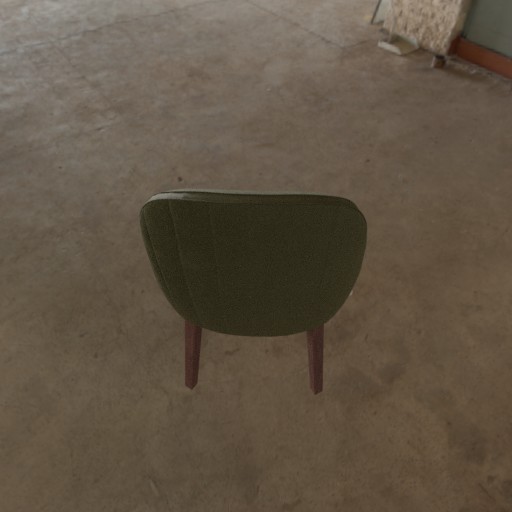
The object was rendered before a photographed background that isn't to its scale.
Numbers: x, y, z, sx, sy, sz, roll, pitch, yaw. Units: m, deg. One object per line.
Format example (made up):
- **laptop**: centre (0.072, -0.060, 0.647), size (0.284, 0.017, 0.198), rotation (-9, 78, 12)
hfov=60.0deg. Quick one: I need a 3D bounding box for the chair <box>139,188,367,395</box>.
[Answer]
- **chair**: centre (0.000, 0.000, 1.304), size (0.643, 0.889, 0.575), rotation (2, 47, 2)
